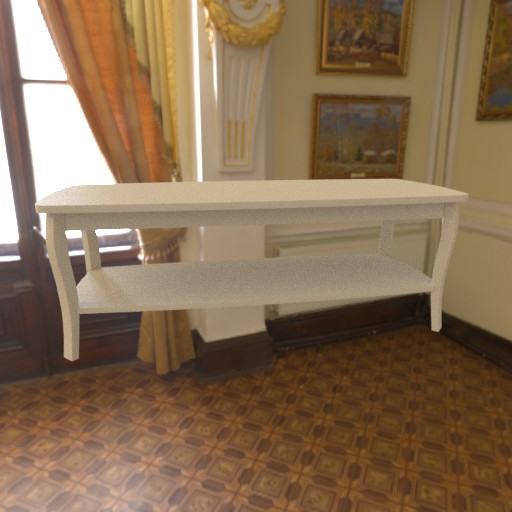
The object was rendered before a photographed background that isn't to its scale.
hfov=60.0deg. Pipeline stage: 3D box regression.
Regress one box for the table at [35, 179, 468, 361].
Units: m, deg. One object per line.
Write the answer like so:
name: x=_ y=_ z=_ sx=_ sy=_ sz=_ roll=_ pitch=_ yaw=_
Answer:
table: x=0.000 y=0.000 z=1.579 sx=1.334 sy=0.474 sz=0.561 roll=-3 pitch=16 yaw=-9
